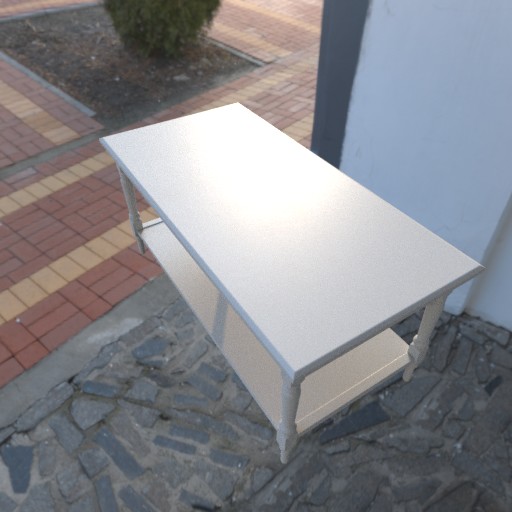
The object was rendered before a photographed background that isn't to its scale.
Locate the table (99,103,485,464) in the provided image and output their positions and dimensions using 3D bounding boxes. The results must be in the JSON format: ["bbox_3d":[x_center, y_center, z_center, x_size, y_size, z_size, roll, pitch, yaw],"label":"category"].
[{"bbox_3d":[0.000,0.000,1.426,0.551,0.506,1.109,-23,47,-24],"label":"table"}]
